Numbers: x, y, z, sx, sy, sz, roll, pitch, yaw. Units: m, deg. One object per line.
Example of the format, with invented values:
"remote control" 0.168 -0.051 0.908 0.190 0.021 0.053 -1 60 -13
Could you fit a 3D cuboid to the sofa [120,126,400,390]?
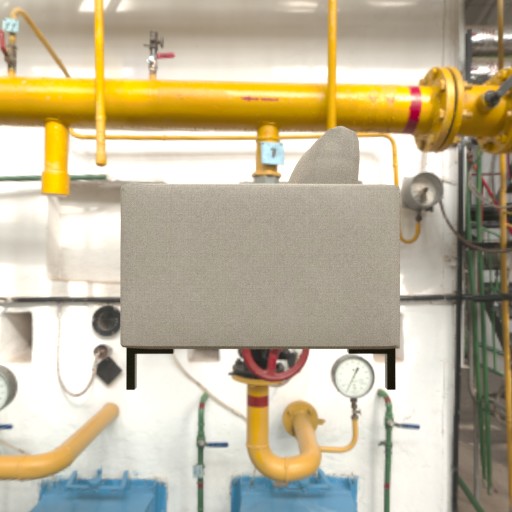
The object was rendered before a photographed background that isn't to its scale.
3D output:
"sofa" 0.000 0.000 2.153 0.875 0.840 1.682 0 -1 0
